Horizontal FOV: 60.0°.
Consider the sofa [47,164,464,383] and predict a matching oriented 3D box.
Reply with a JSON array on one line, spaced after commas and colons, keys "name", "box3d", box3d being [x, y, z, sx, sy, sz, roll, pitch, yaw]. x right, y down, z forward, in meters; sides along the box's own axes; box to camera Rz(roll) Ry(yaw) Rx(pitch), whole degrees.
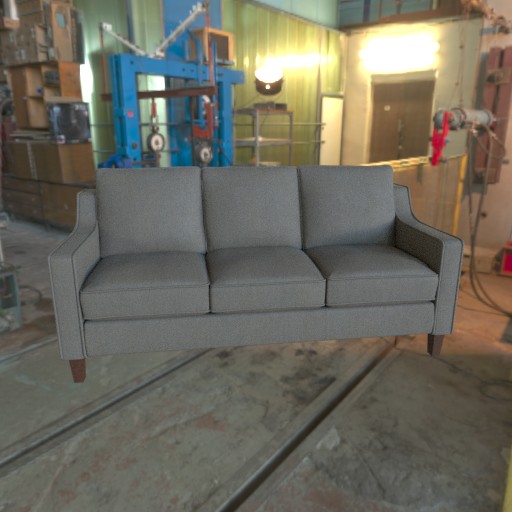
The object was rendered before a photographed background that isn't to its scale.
[{"name": "sofa", "box3d": [0.000, 0.000, 2.532, 1.986, 0.974, 0.911, -2, 17, -8]}]
